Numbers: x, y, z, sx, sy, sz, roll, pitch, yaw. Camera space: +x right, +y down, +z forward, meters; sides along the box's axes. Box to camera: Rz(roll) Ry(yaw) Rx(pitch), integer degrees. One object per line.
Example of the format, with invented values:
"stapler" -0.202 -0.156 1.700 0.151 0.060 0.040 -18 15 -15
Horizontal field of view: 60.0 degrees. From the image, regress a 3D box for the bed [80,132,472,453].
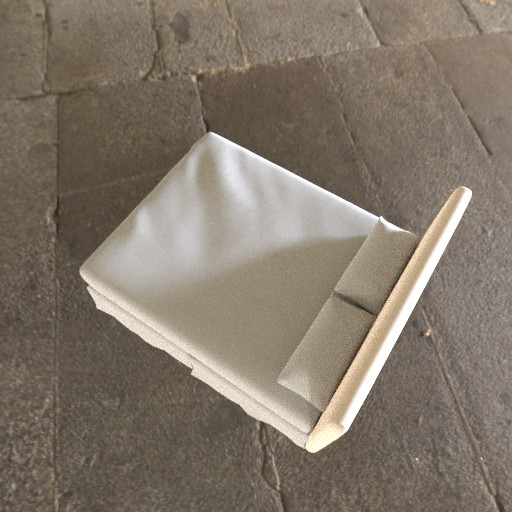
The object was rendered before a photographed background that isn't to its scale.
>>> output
"bed" 0.000 0.000 3.235 2.142 1.330 1.748 30 66 15
